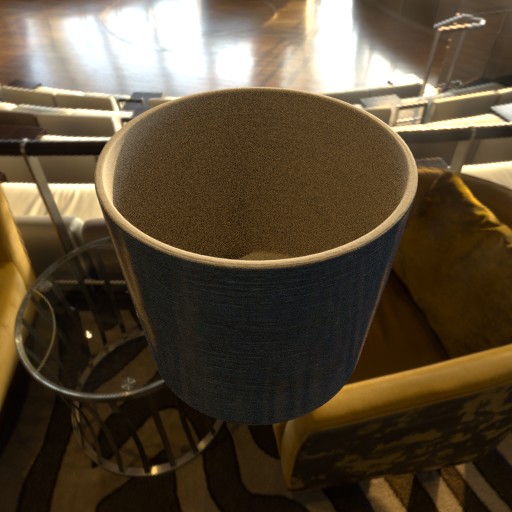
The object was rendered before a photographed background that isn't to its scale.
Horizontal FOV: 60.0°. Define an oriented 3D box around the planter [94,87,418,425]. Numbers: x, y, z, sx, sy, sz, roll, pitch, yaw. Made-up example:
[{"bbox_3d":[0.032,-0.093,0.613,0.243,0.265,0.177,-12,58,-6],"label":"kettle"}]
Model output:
[{"bbox_3d":[0.000,0.000,0.383,0.221,0.201,0.221,0,45,0],"label":"planter"}]
